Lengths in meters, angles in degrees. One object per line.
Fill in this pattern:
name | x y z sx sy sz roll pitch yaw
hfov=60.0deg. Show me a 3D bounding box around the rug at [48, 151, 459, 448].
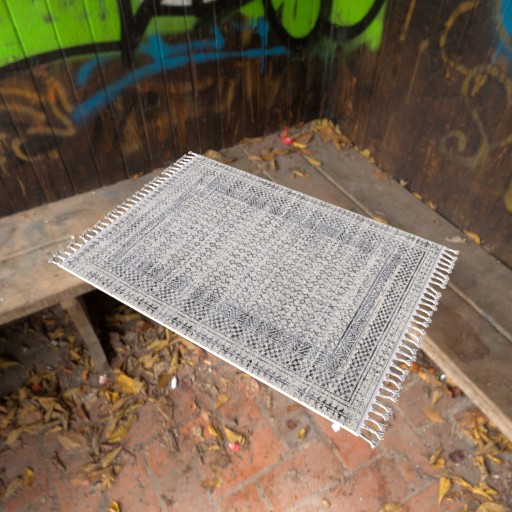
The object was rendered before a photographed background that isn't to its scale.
rug | 0.000 0.000 2.382 1.872 0.013 1.243 24 51 21
